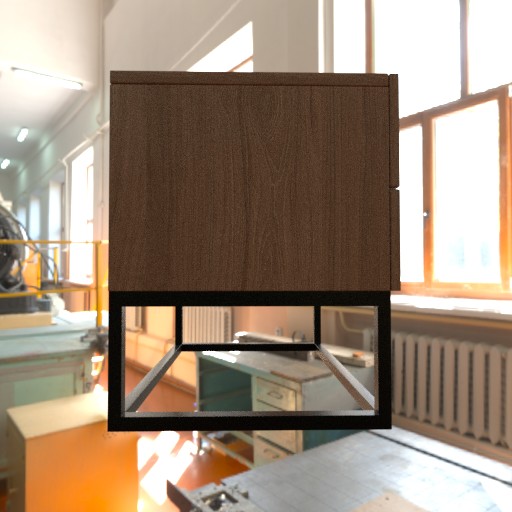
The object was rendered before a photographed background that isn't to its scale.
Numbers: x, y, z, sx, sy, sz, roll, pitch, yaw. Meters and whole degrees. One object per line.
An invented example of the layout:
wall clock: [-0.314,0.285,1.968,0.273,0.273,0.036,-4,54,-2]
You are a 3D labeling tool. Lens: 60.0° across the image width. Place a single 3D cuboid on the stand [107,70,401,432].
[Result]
stand: [0.000,0.000,0.913,0.420,0.500,0.600,0,-2,-1]
